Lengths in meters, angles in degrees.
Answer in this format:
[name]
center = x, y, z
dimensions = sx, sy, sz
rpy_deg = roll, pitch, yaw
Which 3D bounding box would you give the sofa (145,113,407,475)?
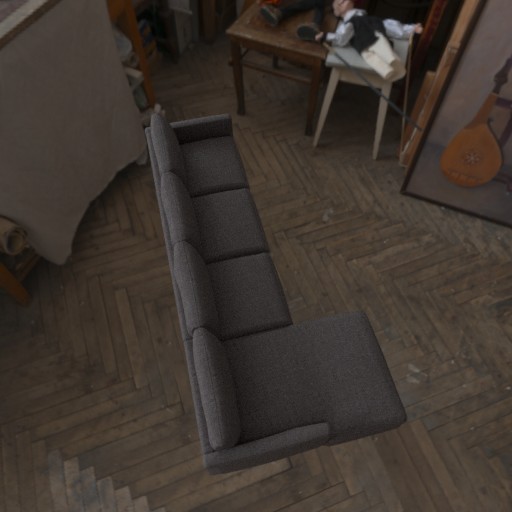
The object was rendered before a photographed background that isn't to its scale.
[sofa]
center = 0.000, 0.000, 3.285
dimensions = 1.258, 0.754, 2.731
rpy_deg = -12, 60, -7
